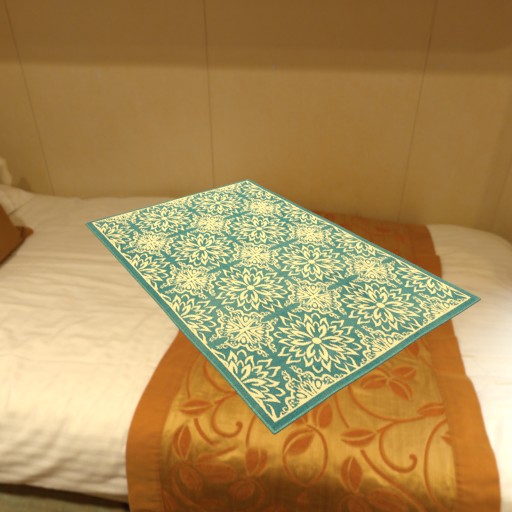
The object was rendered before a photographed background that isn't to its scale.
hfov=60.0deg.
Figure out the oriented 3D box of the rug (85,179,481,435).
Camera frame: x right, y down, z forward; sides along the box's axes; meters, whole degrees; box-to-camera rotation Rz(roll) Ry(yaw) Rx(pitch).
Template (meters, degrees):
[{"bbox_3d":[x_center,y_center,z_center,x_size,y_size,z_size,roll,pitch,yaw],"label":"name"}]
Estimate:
[{"bbox_3d":[0.000,0.000,3.551,1.830,0.018,2.769,-21,37,-31],"label":"rug"}]
